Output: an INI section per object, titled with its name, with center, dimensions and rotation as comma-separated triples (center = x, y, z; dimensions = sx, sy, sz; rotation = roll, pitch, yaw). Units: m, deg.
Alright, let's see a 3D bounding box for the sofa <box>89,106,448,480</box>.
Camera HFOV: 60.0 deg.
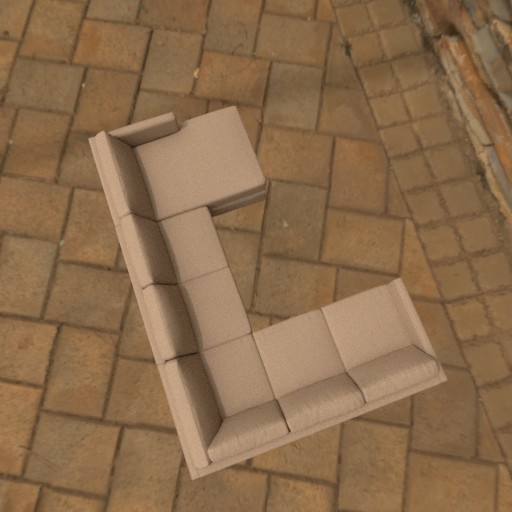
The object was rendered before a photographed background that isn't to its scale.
[sofa]
center = 0.000, 0.000, 4.497
dimensions = 2.427, 0.882, 3.460
rotation = -20, 77, -5
